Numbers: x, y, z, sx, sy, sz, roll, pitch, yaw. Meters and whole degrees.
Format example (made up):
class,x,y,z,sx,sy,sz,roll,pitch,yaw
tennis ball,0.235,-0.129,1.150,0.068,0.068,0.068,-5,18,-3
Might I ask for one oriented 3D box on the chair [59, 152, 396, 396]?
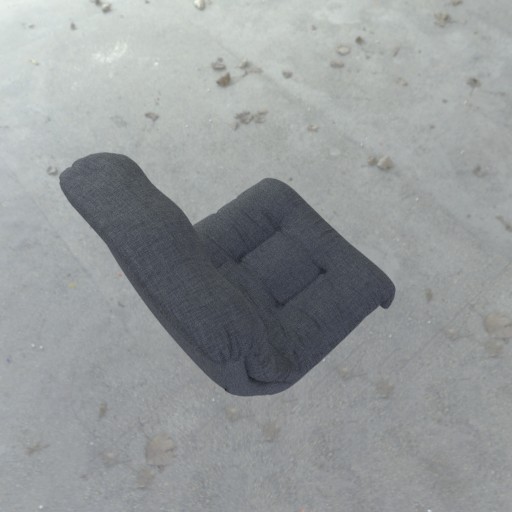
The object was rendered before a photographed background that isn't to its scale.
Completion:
class,x,y,z,sx,sy,sz,roll,pitch,yaw
chair,0.000,0.000,1.203,0.668,0.749,0.597,-35,65,-19
